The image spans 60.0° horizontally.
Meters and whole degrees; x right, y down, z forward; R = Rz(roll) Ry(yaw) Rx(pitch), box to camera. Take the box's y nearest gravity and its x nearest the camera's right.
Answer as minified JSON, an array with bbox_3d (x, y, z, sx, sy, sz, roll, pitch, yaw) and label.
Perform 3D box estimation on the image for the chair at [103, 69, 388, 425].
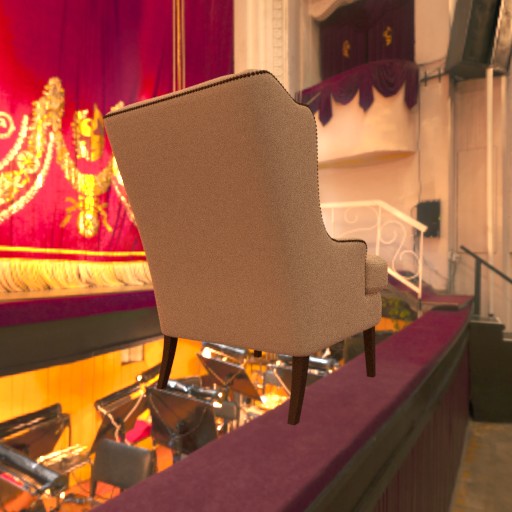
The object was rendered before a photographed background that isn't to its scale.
[{"bbox_3d":[0.000,0.000,1.715,0.737,1.029,0.940,0,1,36],"label":"chair"}]
